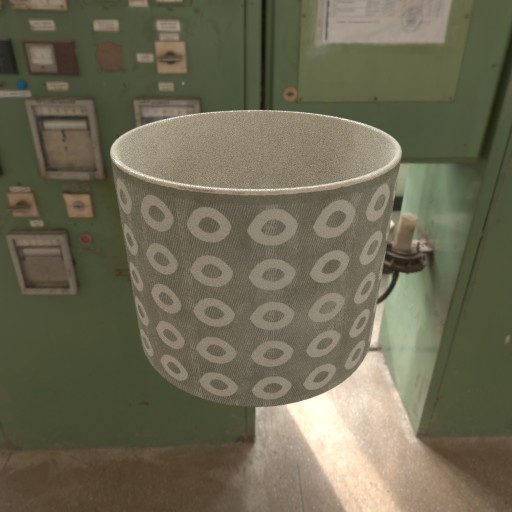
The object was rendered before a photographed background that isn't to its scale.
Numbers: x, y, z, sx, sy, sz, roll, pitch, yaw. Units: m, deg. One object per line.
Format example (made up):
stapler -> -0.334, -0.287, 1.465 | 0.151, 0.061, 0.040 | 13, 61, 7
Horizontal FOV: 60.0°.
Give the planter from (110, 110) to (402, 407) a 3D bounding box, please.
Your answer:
planter -> 0.000, 0.000, 0.344 | 0.190, 0.181, 0.190 | 0, 30, 0
